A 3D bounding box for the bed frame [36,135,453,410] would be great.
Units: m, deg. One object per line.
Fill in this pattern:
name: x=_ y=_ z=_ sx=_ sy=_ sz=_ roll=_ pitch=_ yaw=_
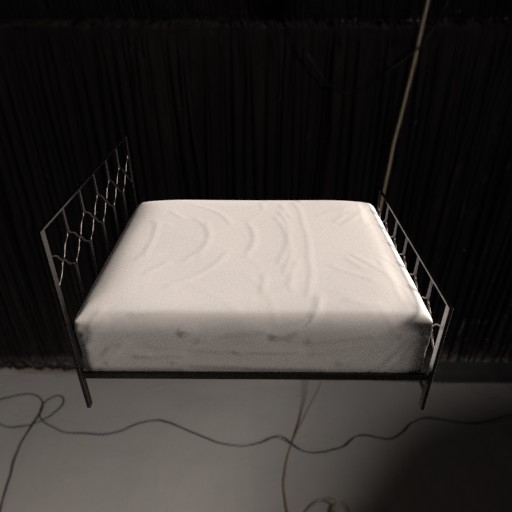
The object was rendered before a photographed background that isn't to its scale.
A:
bed frame: x=0.000 y=0.000 z=3.079 sx=2.063 sy=1.222 sz=1.597 roll=0 pitch=31 yaw=0
